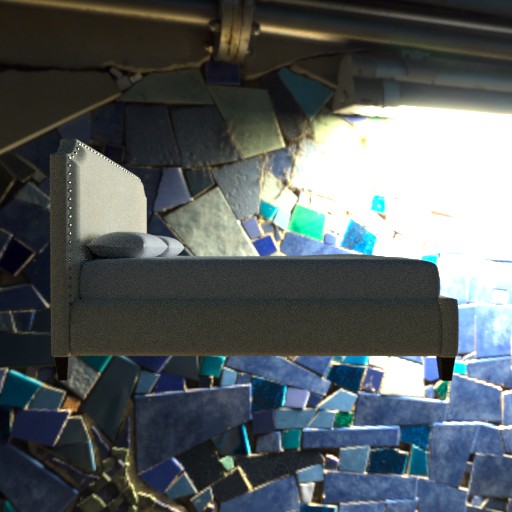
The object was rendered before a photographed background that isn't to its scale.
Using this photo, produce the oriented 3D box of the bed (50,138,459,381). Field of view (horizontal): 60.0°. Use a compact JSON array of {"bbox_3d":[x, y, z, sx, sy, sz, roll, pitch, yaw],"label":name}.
[{"bbox_3d":[0.000,0.000,3.415,2.381,1.457,1.713,0,1,0],"label":"bed"}]
